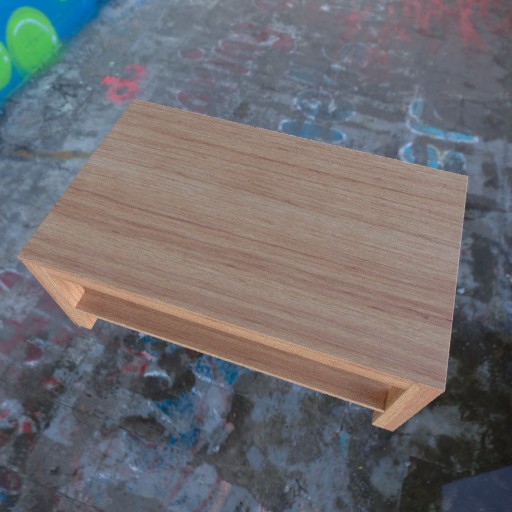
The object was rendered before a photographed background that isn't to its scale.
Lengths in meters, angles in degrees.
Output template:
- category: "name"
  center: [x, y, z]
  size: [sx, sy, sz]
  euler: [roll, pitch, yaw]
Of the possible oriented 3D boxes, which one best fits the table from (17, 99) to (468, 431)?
- category: "table"
  center: [0.000, 0.000, 1.481]
  size: [1.146, 0.457, 0.695]
  euler: [16, 59, 10]
